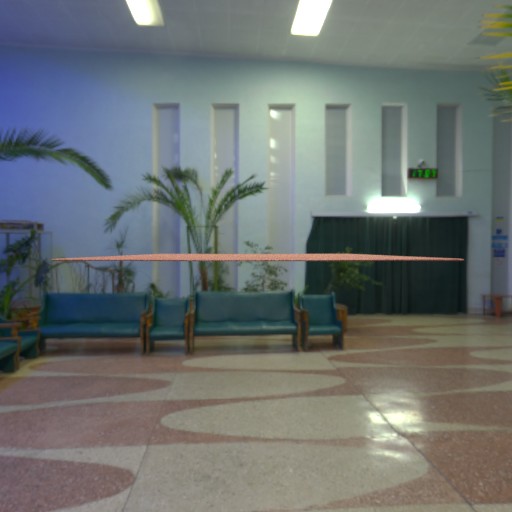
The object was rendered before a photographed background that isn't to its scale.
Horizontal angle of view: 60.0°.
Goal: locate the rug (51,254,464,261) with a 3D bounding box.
[{"bbox_3d":[0.000,0.000,2.738,1.594,0.009,2.112,0,1,-1],"label":"rug"}]
